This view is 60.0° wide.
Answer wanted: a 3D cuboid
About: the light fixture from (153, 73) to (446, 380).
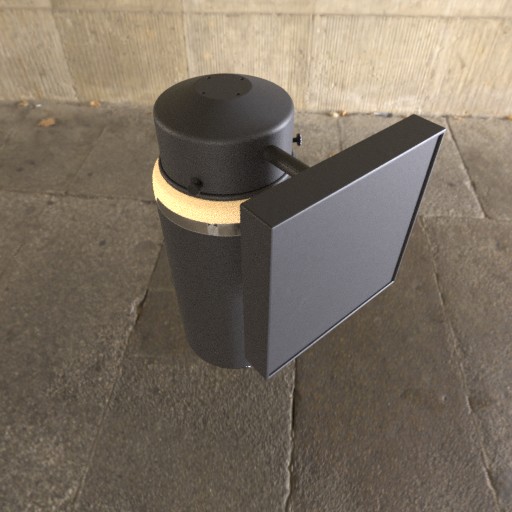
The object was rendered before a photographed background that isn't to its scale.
[{"bbox_3d":[0.000,0.000,0.355,0.130,0.257,0.176,-31,53,-27],"label":"light fixture"}]
